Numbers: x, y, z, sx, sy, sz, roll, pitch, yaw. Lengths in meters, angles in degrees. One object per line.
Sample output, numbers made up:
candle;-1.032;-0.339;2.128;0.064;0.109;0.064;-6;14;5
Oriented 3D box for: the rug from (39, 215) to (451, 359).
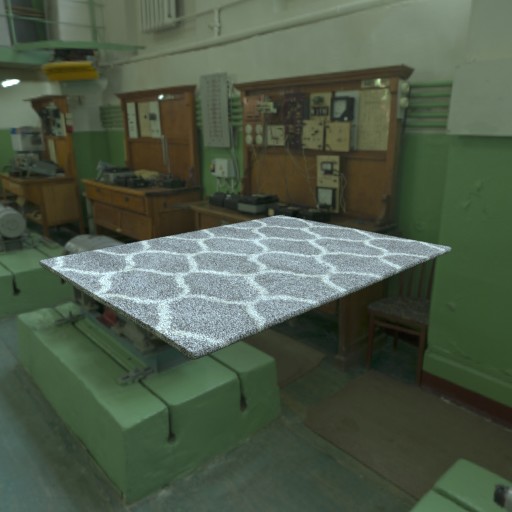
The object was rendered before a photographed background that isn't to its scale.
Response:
rug;0.000;0.000;2.128;1.600;0.025;1.200;-15;22;-41
